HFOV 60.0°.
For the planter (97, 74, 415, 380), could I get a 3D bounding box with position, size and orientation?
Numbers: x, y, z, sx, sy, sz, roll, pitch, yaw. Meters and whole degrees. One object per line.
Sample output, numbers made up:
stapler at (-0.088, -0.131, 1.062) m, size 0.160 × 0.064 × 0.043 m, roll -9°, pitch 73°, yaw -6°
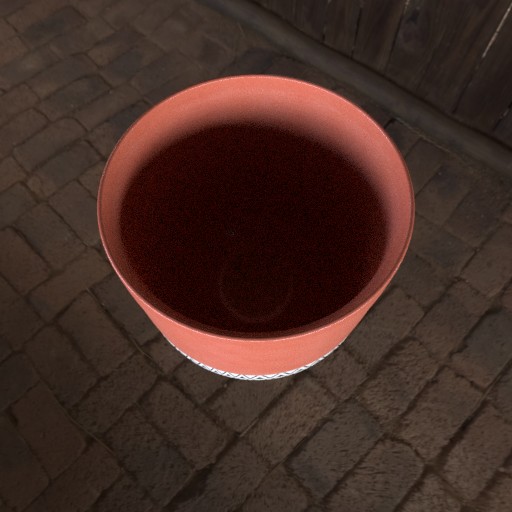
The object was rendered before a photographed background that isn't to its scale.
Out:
planter at (0.000, 0.000, 0.495) m, size 0.266 × 0.270 × 0.266 m, roll 0°, pitch 64°, yaw 0°
